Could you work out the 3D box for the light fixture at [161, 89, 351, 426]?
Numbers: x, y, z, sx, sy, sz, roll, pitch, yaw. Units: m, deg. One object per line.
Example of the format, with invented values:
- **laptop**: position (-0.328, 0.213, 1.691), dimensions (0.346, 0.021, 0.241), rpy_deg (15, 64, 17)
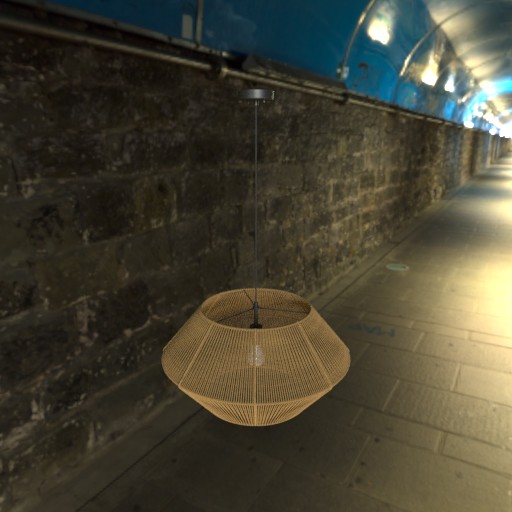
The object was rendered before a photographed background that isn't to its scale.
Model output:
- **light fixture**: position (0.000, 0.000, 1.441), dimensions (0.643, 1.009, 0.643), rpy_deg (0, 15, 0)
